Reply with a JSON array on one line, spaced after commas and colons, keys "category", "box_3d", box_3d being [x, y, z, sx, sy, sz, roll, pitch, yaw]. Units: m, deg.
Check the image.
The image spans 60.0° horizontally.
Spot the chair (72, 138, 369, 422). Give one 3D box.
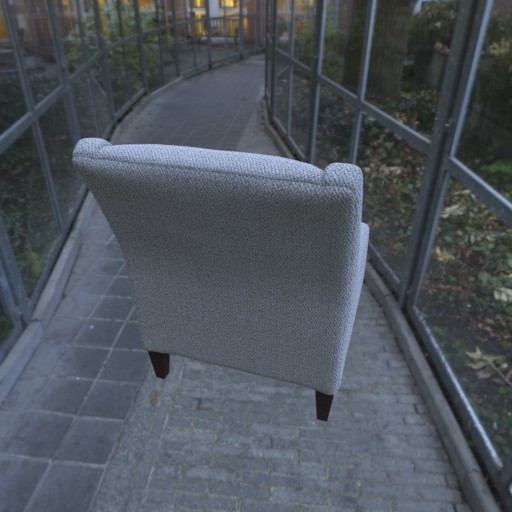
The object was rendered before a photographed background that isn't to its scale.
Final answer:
[{"category": "chair", "box_3d": [0.000, 0.000, 1.649, 0.774, 1.014, 0.870, 9, 32, 16]}]
